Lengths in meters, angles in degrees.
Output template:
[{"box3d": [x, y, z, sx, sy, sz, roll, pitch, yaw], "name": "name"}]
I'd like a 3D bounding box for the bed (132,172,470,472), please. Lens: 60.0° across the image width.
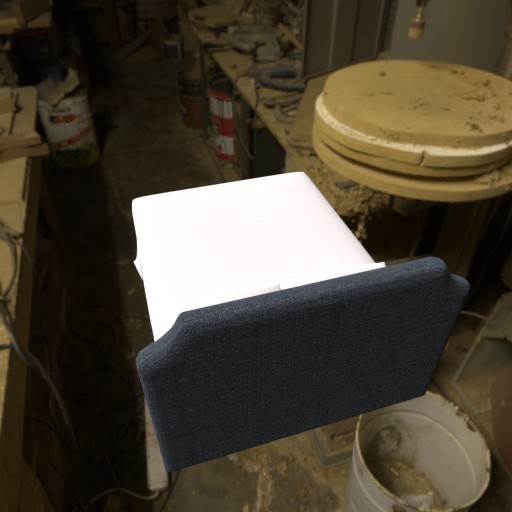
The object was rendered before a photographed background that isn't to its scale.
[{"box3d": [0.000, 0.000, 3.294, 1.828, 1.297, 2.208, -11, 42, -13], "name": "bed"}]
